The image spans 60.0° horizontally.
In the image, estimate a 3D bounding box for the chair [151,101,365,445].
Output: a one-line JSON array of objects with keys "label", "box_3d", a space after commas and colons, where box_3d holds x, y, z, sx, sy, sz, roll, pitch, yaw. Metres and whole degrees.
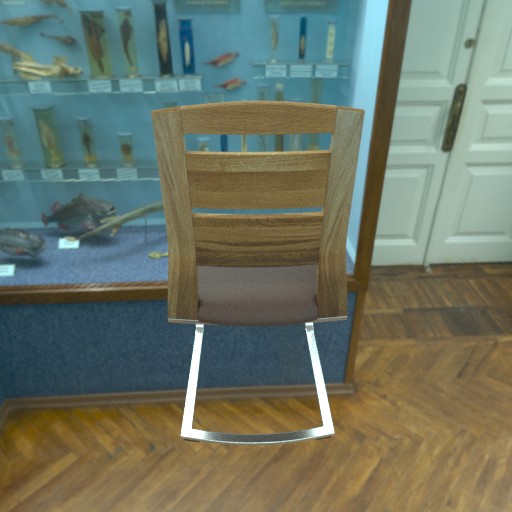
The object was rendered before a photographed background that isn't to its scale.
[{"label": "chair", "box_3d": [0.000, 0.000, 1.295, 0.460, 0.970, 0.570, -1, 31, -1]}]
